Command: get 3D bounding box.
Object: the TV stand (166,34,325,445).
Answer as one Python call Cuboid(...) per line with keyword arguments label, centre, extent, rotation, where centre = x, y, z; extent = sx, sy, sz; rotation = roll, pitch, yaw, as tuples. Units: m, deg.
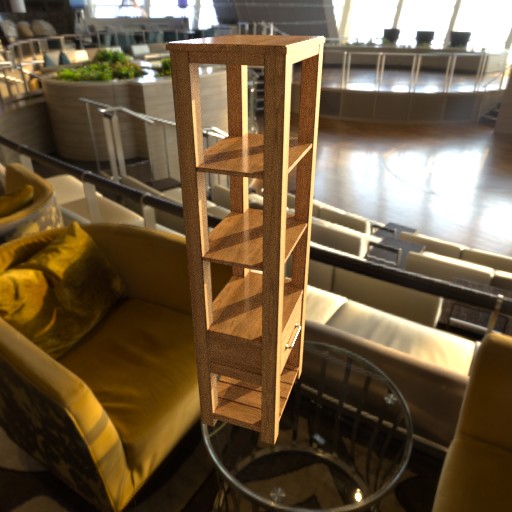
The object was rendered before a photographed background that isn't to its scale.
Cuboid(label="TV stand", centre=(0.000, 0.000, 2.077), extent=(0.435, 1.828, 0.565), rotation=(10, 31, 17))
